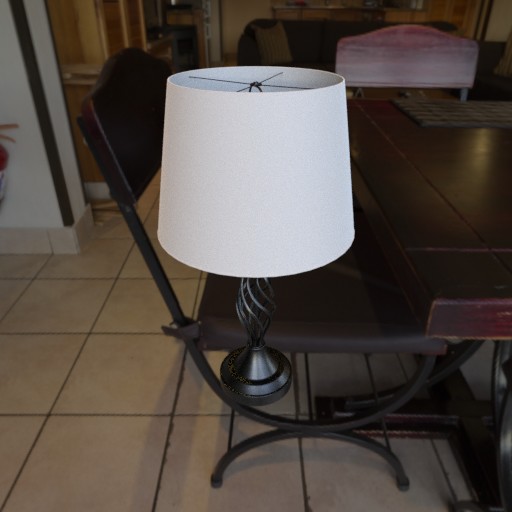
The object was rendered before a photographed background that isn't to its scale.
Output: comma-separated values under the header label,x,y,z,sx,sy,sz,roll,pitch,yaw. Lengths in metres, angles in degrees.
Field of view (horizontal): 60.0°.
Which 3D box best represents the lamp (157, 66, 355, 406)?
label,x,y,z,sx,sy,sz,roll,pitch,yaw
lamp,0.000,0.000,0.787,0.331,0.594,0.331,0,30,0
